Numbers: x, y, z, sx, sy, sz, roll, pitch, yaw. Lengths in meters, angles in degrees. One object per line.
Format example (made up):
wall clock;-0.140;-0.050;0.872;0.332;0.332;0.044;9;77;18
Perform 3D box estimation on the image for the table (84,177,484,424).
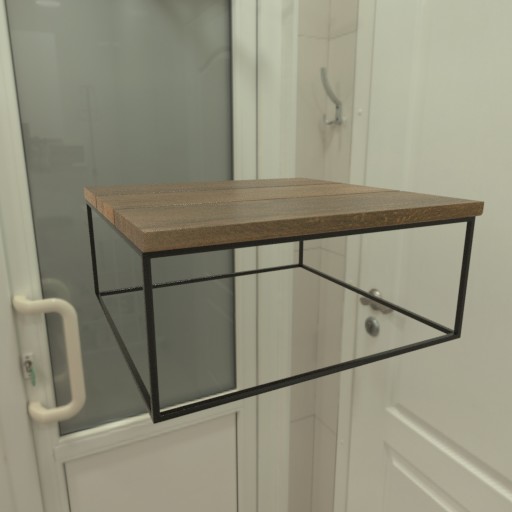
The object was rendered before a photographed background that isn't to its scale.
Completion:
table;0.000;0.000;1.415;0.900;0.400;0.900;-7;16;-26
